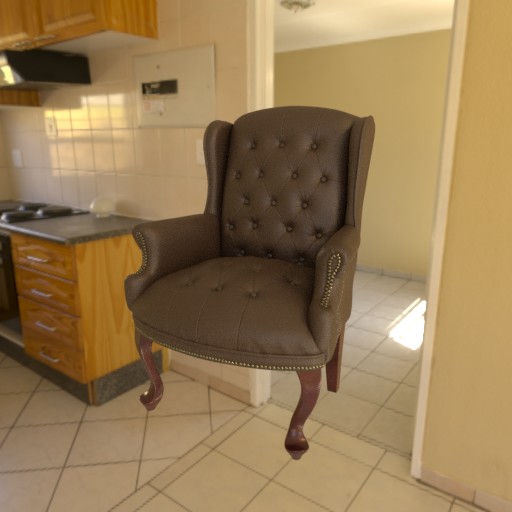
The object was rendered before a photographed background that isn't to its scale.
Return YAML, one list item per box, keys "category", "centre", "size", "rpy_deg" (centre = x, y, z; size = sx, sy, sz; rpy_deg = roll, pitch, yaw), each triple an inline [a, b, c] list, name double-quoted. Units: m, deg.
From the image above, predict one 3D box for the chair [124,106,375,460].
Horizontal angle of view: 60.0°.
- category: "chair"
  centre: [0.000, 0.000, 1.694]
  size: [0.829, 1.132, 0.819]
  rpy_deg: [7, 16, 26]
